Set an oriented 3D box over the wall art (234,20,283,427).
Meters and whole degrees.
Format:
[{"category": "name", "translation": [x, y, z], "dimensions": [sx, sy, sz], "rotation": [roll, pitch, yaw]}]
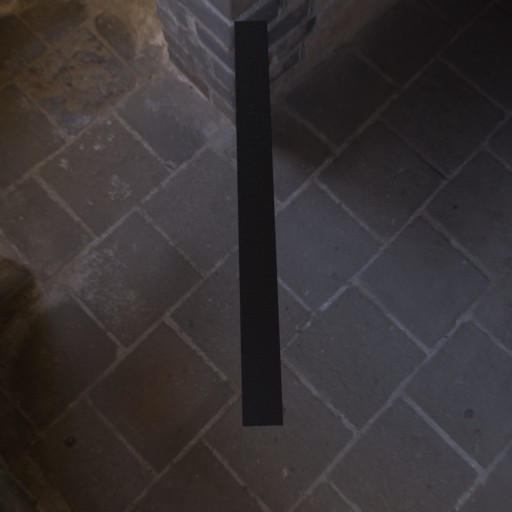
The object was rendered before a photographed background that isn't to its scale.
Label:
[{"category": "wall art", "translation": [0.000, 0.000, 0.532], "dimensions": [0.029, 0.381, 0.330], "rotation": [-2, 77, 0]}]
